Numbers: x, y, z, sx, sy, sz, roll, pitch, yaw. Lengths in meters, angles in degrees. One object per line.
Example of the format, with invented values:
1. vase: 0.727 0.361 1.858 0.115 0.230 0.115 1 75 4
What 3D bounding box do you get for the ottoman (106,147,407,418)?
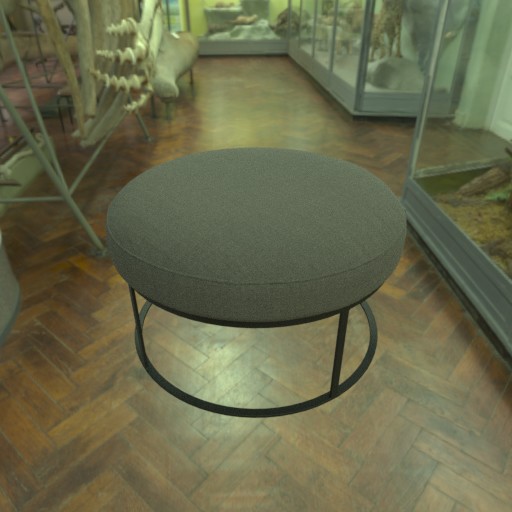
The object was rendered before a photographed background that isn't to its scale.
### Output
1. ottoman: 0.000 0.000 1.250 0.772 0.460 0.772 0 32 0
